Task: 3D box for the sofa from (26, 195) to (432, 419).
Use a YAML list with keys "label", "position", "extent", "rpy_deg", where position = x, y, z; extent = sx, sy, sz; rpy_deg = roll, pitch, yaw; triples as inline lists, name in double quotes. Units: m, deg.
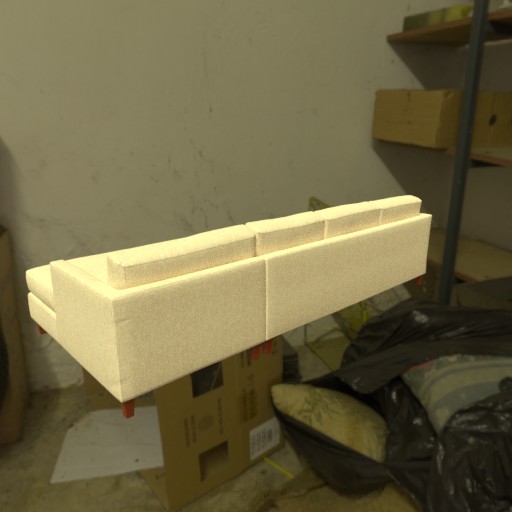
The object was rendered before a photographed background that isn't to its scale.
- label: "sofa"
  position: [0.000, 0.000, 4.009]
  extent: [3.471, 0.954, 1.603]
  rpy_deg: [-14, 21, -41]
